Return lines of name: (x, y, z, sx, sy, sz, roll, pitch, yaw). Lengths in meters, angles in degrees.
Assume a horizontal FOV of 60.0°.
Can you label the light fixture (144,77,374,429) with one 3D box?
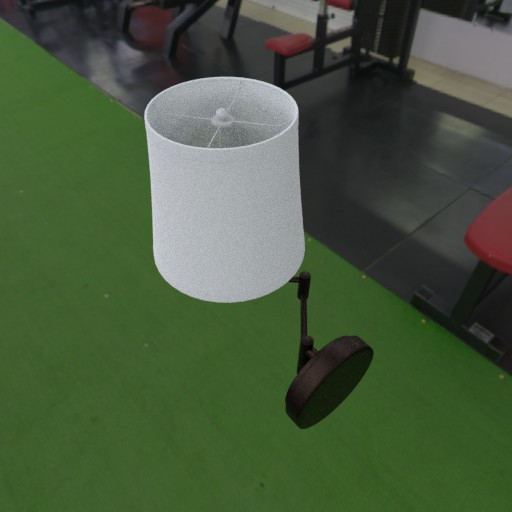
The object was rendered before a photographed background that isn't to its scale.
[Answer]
light fixture: (0.000, 0.000, 0.274, 0.100, 0.172, 0.157, -30, 52, -26)
